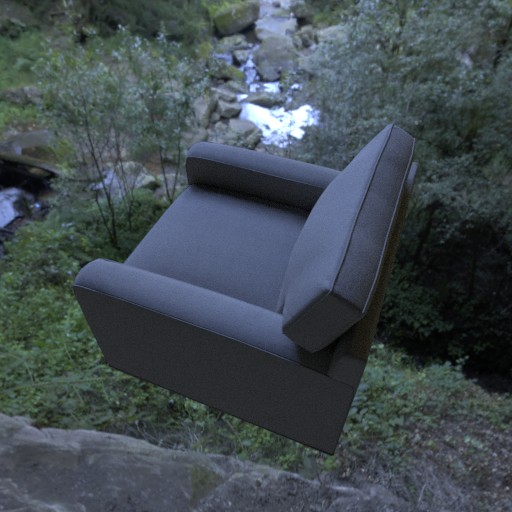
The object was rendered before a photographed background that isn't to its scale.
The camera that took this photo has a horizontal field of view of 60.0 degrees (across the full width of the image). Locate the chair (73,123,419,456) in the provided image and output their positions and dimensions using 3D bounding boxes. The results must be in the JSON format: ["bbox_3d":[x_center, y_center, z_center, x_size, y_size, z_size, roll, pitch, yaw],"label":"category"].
[{"bbox_3d":[0.000,0.000,1.829,1.044,0.934,0.999,17,49,15],"label":"chair"}]
